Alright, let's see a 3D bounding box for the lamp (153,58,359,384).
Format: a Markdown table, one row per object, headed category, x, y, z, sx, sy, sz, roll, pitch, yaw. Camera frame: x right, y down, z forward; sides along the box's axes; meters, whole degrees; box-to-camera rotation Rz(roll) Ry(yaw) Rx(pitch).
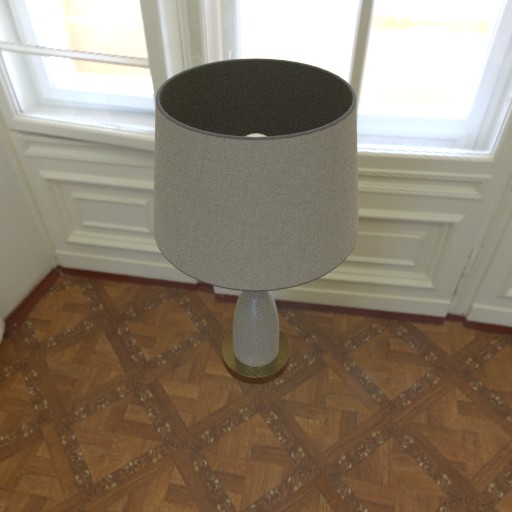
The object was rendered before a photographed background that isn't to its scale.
| category | x | y | z | sx | sy | sz | roll | pitch | yaw |
| --- | --- | --- | --- | --- | --- | --- | --- | --- | --- |
| lamp | 0.000 | 0.000 | 0.729 | 0.309 | 0.545 | 0.309 | 0 | 42 | 0 |
